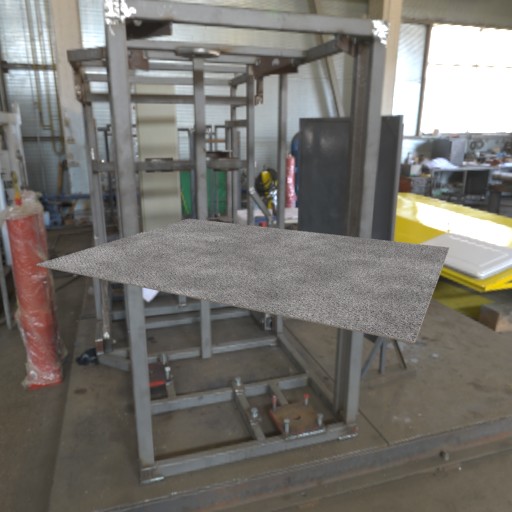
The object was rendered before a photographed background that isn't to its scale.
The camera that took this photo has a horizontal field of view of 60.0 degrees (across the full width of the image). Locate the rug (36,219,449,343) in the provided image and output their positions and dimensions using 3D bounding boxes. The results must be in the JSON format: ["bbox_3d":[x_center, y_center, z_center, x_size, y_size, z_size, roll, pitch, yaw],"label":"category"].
[{"bbox_3d":[0.000,0.000,2.925,2.235,0.008,1.600,8,18,26],"label":"rug"}]
